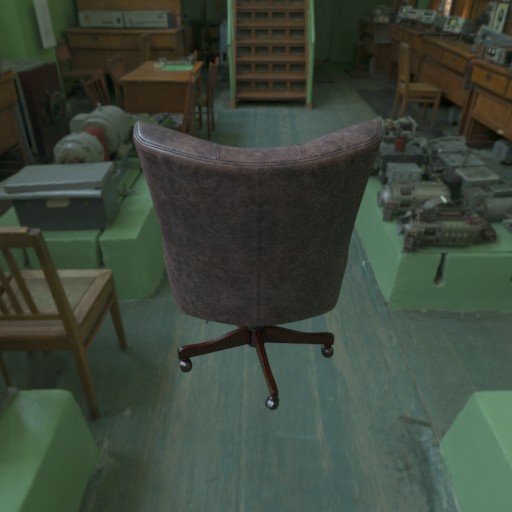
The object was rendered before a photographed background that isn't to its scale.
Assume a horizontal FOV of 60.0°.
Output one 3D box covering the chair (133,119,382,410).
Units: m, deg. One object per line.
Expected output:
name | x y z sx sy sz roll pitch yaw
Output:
chair | 0.000 0.000 1.493 0.641 1.035 0.762 -1 32 -1
